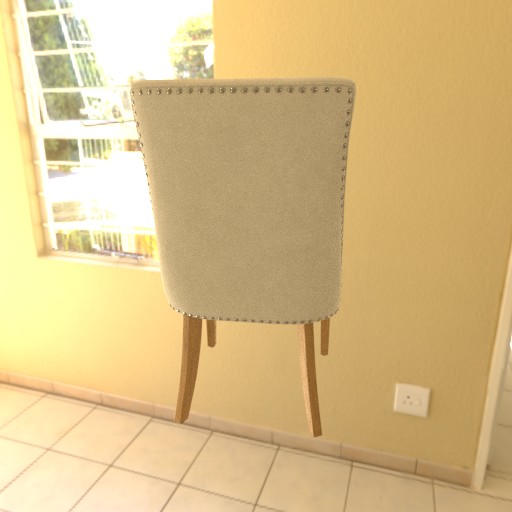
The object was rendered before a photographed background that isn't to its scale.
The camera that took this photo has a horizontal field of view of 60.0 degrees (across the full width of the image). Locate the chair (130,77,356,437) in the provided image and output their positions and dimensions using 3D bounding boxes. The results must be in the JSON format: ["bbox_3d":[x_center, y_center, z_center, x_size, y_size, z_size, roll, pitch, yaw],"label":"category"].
[{"bbox_3d":[0.000,0.000,1.269,0.495,0.902,0.610,2,17,8],"label":"chair"}]
